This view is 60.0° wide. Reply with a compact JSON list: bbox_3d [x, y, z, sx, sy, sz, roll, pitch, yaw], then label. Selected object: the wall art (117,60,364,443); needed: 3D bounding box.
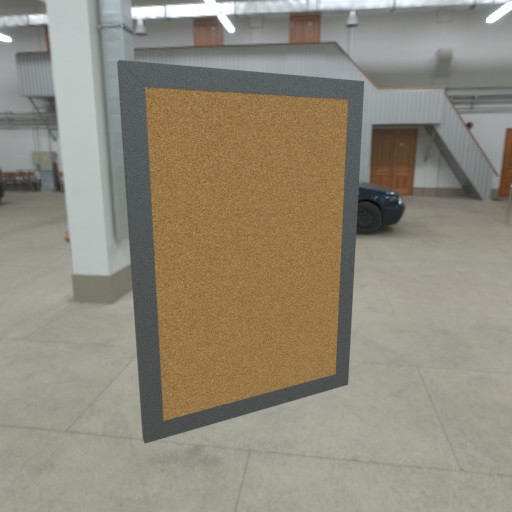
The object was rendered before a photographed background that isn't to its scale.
[{"bbox_3d":[0.000,0.000,0.689,0.380,0.534,0.013,-7,15,-26],"label":"wall art"}]
